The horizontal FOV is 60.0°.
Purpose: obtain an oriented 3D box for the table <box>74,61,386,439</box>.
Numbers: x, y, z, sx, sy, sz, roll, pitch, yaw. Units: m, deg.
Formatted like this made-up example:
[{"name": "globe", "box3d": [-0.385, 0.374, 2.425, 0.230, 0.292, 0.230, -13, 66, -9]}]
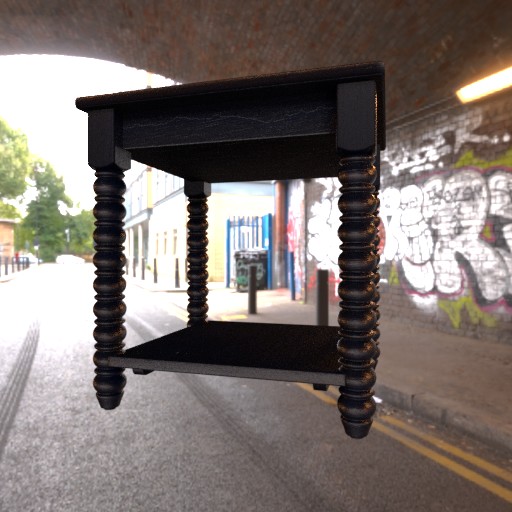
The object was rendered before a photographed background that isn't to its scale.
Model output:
[{"name": "table", "box3d": [0.000, 0.000, 0.951, 0.533, 0.567, 0.500, 0, 0, 17]}]
